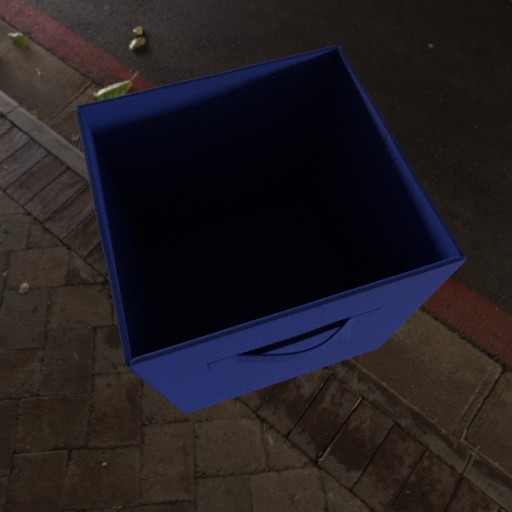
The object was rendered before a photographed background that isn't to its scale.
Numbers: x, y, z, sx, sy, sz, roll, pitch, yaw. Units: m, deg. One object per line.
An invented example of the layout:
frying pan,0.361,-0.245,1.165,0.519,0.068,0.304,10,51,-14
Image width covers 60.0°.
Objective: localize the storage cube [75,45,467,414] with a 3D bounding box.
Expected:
storage cube,0.000,0.000,0.495,0.270,0.280,0.270,-16,65,-8
